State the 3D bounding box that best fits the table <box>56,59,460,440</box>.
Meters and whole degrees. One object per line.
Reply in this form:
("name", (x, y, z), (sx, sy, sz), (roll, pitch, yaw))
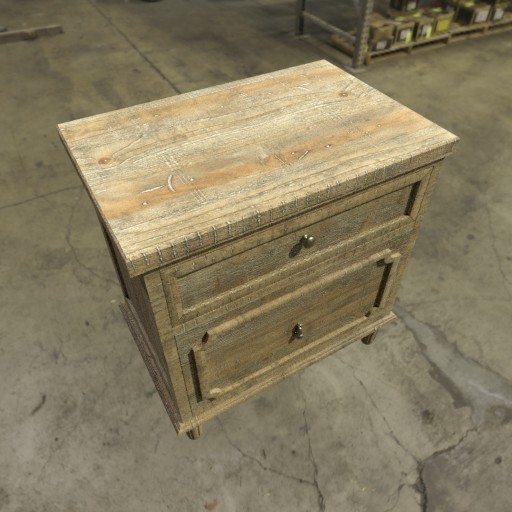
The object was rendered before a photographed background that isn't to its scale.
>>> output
("table", (0.000, 0.000, 1.139), (0.686, 0.711, 0.457), (-22, 49, -21))
